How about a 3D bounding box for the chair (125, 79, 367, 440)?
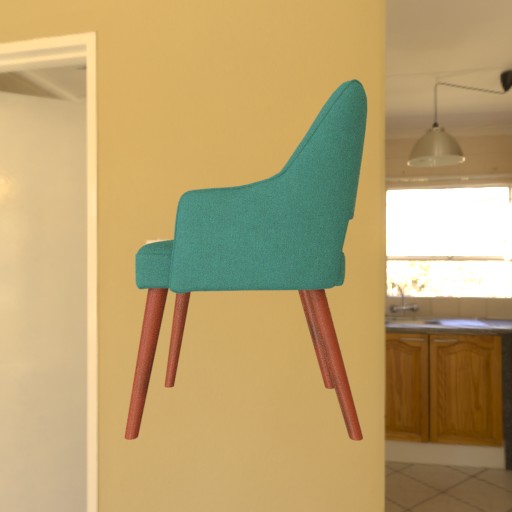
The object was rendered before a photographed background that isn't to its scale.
[{"bbox_3d":[0.000,0.000,1.240,0.605,0.849,0.548,0,0,1],"label":"chair"}]
